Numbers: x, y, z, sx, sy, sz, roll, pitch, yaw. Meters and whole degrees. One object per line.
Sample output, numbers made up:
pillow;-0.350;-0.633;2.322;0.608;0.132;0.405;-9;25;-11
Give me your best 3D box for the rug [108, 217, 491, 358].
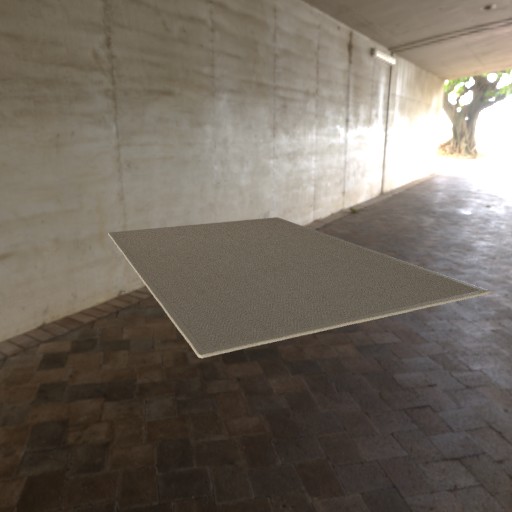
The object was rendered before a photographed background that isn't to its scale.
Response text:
rug;0.000;0.000;2.866;1.532;0.017;2.244;-7;17;-25
